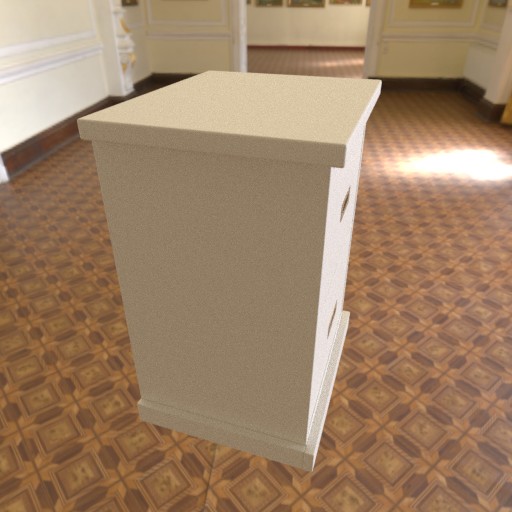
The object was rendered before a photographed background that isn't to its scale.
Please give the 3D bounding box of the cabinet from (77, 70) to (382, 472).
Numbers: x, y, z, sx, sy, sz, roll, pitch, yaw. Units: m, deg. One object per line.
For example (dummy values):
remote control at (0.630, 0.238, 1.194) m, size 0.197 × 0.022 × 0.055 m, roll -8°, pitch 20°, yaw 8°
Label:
cabinet at (0.000, 0.000, 1.044) m, size 0.431 × 0.723 × 0.520 m, roll 10°, pitch 32°, yaw 16°
